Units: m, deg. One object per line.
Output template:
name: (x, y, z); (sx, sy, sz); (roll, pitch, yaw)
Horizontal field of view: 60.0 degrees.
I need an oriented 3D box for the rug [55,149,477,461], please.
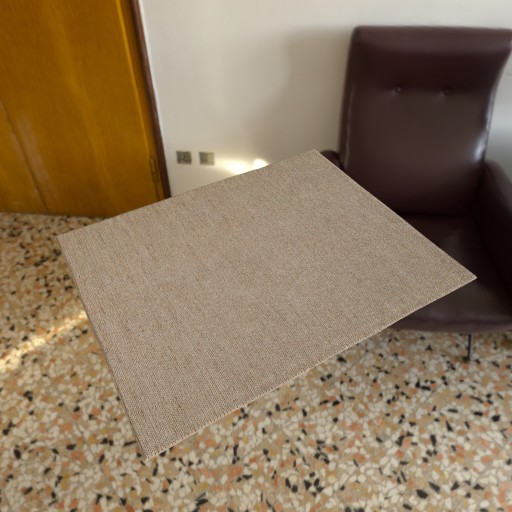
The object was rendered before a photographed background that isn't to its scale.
rug: (0.000, 0.000, 4.033); (3.034, 0.012, 2.406); (-23, 49, -21)
